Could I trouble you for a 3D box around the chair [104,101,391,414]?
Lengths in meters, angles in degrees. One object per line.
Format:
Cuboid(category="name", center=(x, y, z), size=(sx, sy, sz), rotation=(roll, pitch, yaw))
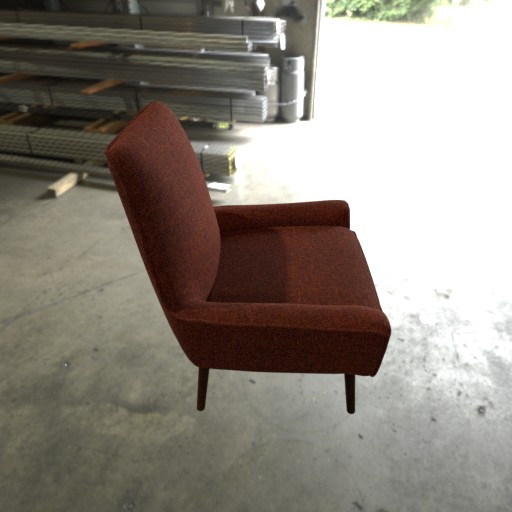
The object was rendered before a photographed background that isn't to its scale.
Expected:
Cuboid(category="chair", center=(0.000, 0.000, 1.505), size=(0.784, 0.911, 0.803), rotation=(1, 33, 1))
